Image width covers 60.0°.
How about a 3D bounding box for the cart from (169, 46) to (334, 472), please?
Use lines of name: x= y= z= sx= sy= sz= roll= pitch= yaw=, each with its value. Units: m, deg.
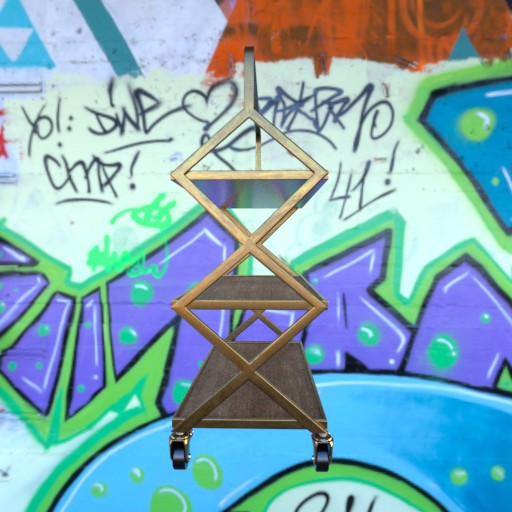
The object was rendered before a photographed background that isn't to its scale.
cart: x=0.000 y=0.000 z=1.169 sx=0.313 sy=0.805 sz=0.723 roll=0 pitch=2 yaw=2
